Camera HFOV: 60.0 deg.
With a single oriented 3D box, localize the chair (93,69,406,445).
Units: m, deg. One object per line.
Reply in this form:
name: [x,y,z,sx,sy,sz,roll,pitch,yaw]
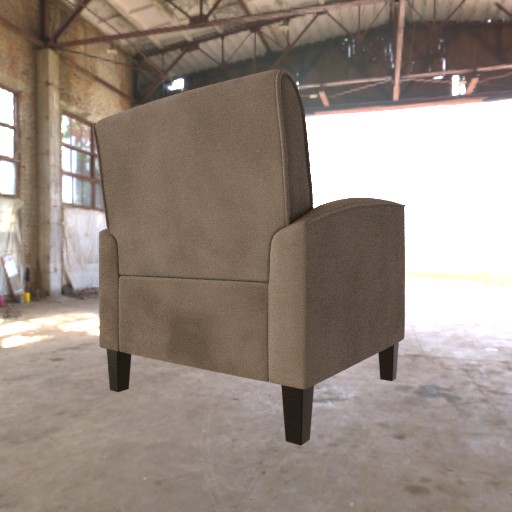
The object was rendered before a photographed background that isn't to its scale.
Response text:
chair: [0.000,0.000,1.561,0.820,0.915,0.821,0,1,36]
